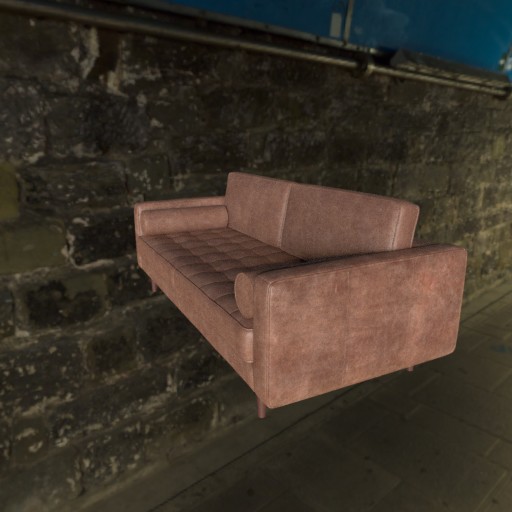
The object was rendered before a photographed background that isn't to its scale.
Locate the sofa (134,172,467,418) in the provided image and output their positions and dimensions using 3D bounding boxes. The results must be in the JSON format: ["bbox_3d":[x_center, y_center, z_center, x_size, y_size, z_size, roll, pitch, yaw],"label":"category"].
[{"bbox_3d":[0.000,0.000,2.346,0.910,0.760,1.870,-8,17,-26],"label":"sofa"}]
